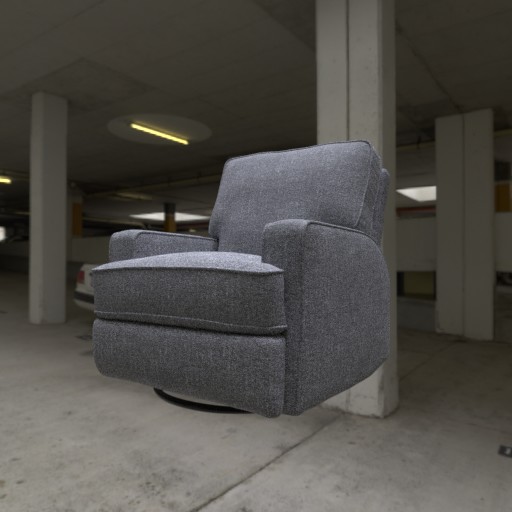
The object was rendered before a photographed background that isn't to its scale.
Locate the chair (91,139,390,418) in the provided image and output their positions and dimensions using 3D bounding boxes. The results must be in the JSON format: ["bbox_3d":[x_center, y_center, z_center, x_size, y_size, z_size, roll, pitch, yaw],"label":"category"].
[{"bbox_3d":[0.000,0.000,1.714,0.861,0.962,0.964,-1,-1,35],"label":"chair"}]
